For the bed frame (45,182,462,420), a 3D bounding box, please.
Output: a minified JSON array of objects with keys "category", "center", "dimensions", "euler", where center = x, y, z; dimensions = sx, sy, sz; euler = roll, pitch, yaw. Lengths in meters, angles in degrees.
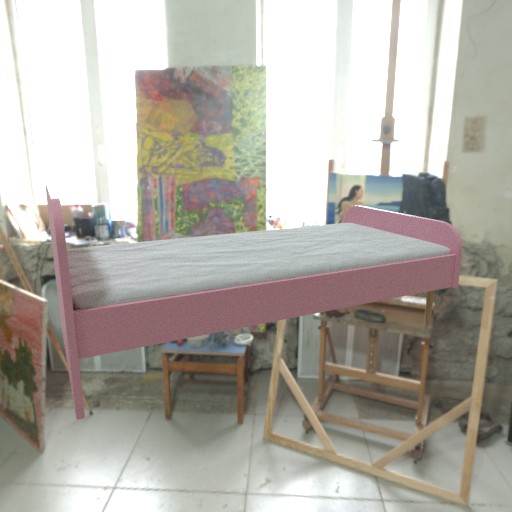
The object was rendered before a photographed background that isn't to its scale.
[{"category":"bed frame","center":[0.000,0.000,2.390],"dimensions":[1.963,0.805,0.998],"euler":[-7,16,-25]}]
